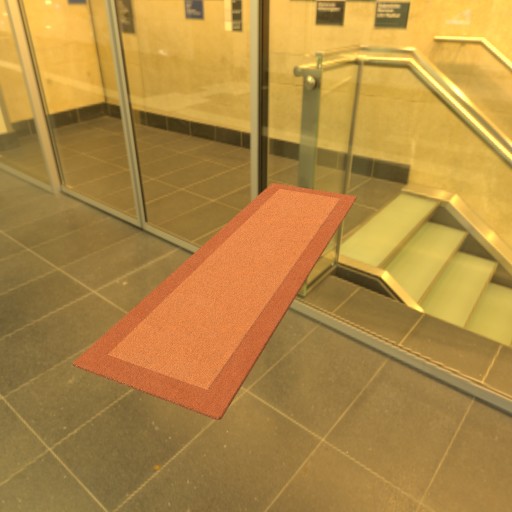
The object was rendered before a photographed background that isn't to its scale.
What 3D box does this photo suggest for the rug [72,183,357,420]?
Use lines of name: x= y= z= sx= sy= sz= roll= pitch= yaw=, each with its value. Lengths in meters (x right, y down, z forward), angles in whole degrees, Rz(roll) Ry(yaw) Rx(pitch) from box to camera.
rug: x=0.000 y=0.000 z=2.825 sx=0.914 sy=0.013 sz=2.471 roll=11 pitch=32 yaw=17
